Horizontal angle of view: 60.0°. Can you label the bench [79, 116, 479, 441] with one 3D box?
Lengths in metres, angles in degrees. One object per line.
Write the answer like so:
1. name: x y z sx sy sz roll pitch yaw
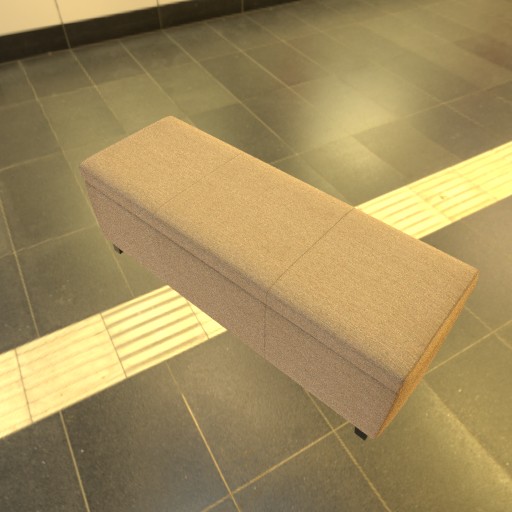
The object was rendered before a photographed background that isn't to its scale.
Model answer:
1. bench: 0.000 0.000 1.511 1.269 0.438 0.446 32 55 26
